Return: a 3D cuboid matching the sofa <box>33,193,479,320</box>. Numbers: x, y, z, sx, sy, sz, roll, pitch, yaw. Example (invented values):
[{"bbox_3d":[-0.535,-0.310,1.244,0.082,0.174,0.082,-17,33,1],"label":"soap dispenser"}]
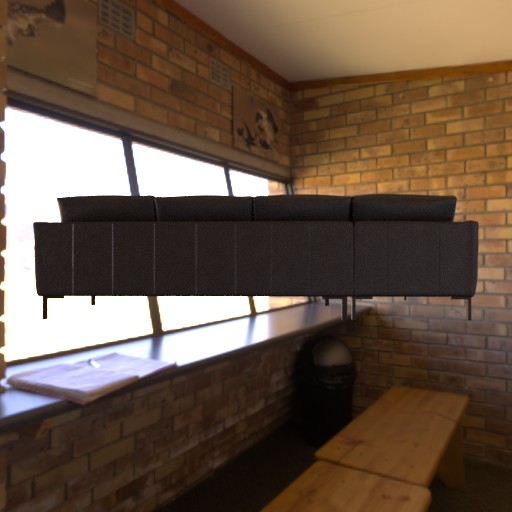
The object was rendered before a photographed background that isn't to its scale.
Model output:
[{"bbox_3d":[0.000,0.000,3.677,2.993,0.859,1.471,0,0,1],"label":"sofa"}]
